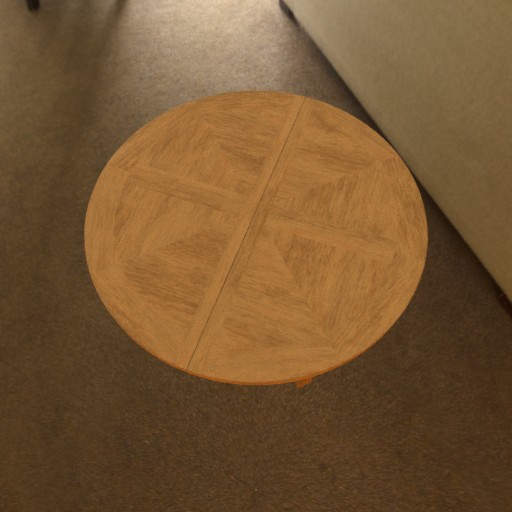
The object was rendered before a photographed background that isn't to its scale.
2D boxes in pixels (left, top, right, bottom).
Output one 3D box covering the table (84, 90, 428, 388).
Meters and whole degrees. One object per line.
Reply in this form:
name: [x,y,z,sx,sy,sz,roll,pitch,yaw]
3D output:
table: [0.000,0.000,2.065,1.319,0.762,1.319,0,62,0]
